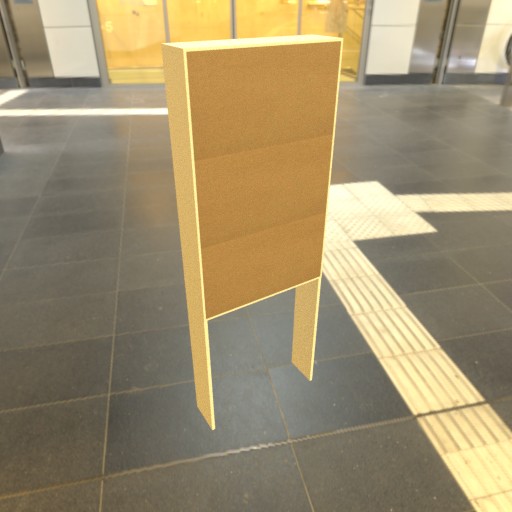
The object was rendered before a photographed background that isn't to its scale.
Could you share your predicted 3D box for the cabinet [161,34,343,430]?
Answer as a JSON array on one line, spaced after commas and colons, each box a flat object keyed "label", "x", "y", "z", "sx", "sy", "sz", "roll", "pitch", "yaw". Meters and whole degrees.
[{"label": "cabinet", "x": 0.000, "y": 0.000, "z": 2.016, "sx": 0.643, "sy": 1.770, "sz": 0.192, "roll": -18, "pitch": 35, "yaw": -27}]
